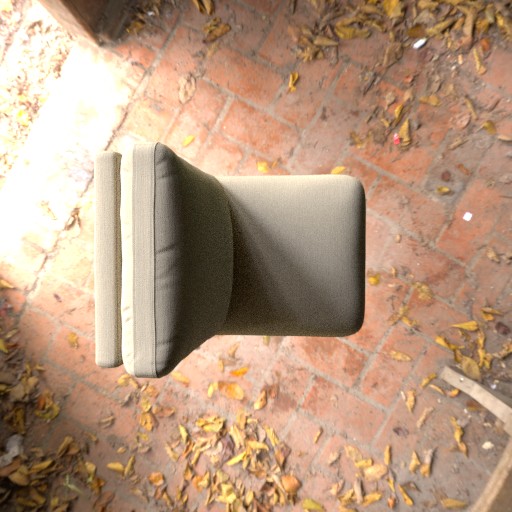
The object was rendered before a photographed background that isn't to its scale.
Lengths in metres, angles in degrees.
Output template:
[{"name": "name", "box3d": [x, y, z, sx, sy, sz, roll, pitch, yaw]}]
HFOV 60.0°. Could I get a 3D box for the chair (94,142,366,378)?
[{"name": "chair", "box3d": [0.000, 0.000, 1.350, 0.698, 0.927, 0.503, 0, 91, 1]}]
